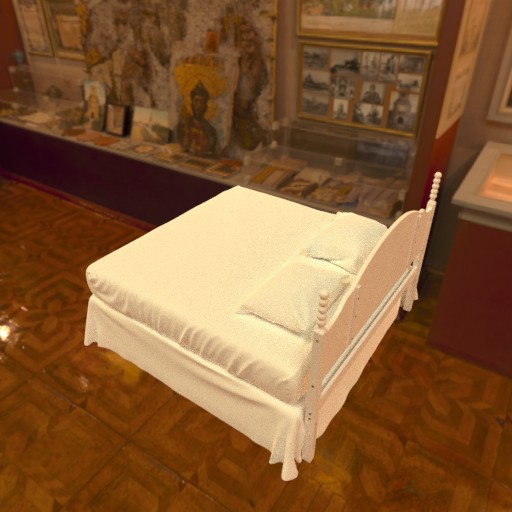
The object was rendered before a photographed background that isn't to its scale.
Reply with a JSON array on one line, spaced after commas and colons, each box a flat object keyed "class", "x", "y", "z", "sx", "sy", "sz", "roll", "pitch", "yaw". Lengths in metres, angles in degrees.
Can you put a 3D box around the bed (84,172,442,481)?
[{"class": "bed", "x": 0.000, "y": 0.000, "z": 3.670, "sx": 2.219, "sy": 1.355, "sz": 2.322, "roll": 21, "pitch": 38, "yaw": 29}]
